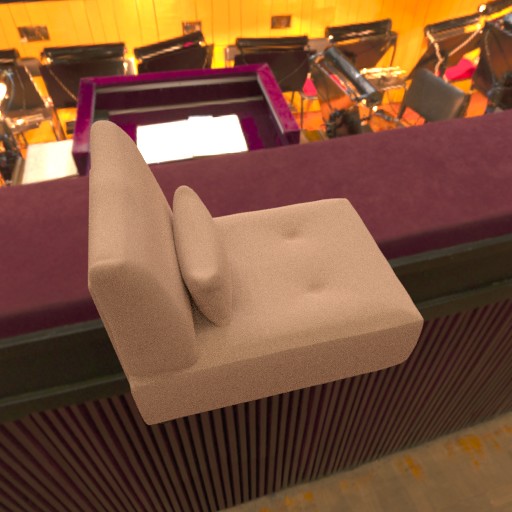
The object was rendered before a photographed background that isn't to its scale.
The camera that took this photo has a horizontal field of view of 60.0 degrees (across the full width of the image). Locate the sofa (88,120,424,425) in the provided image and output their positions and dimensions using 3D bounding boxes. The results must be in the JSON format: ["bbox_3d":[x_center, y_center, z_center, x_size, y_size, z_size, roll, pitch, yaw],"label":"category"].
[{"bbox_3d":[0.000,0.000,1.564,1.000,0.820,0.700,-10,47,-10],"label":"sofa"}]
